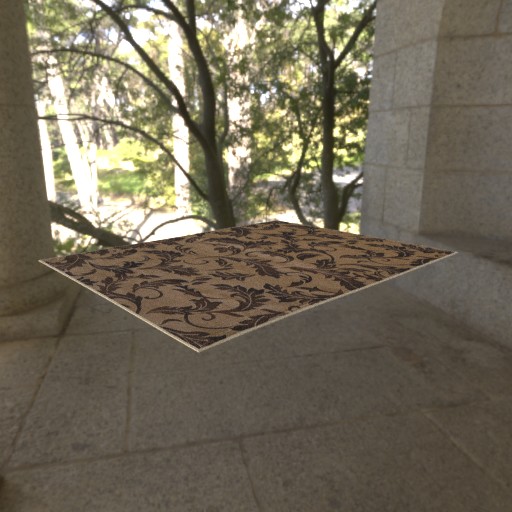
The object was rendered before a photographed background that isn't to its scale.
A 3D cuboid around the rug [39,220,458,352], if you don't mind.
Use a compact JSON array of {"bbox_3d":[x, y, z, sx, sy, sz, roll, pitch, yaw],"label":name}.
[{"bbox_3d":[0.000,0.000,4.002,2.977,0.008,2.380,-13,20,-41],"label":"rug"}]
